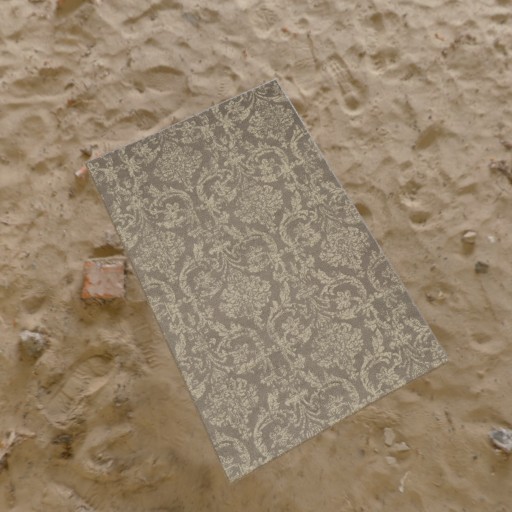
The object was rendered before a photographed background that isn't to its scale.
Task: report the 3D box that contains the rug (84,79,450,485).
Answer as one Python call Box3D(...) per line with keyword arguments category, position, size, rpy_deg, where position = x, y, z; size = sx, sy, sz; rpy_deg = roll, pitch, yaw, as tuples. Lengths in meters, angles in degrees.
Box3D(category="rug", position=(0.000, 0.000, 3.482), size=(1.819, 0.018, 2.746), rpy_deg=(-26, 76, -7))
